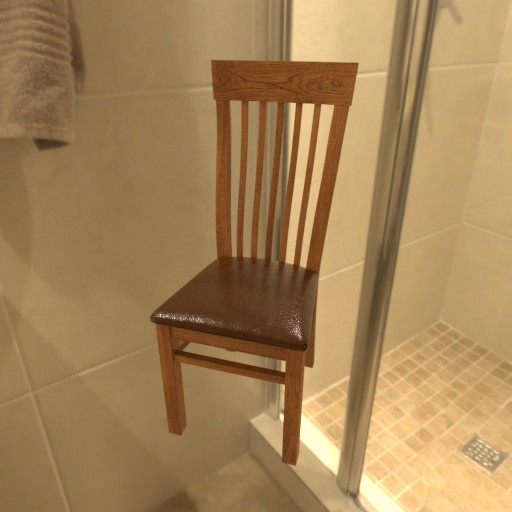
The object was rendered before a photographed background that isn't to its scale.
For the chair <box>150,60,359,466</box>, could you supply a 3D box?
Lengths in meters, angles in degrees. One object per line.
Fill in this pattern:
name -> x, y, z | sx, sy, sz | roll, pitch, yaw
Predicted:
chair -> 0.000, 0.000, 1.338 | 0.450, 1.050, 0.580 | 8, 28, 15
